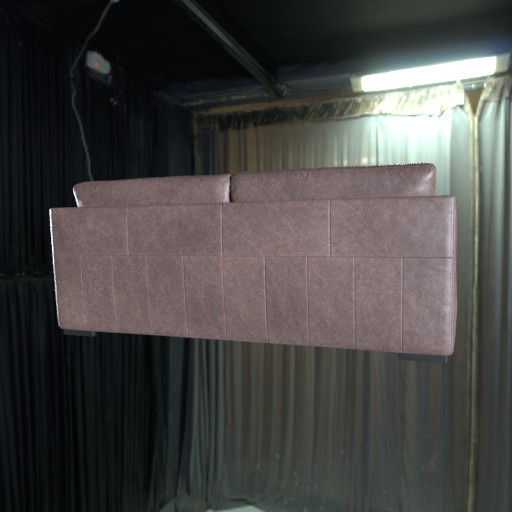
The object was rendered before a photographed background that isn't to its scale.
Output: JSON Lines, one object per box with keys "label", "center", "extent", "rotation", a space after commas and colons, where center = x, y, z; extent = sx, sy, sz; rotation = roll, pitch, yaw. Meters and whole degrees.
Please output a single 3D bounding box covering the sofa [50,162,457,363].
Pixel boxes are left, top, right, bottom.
{"label": "sofa", "center": [0.000, 0.000, 2.790], "extent": [2.261, 0.941, 1.143], "rotation": [0, 1, 18]}
